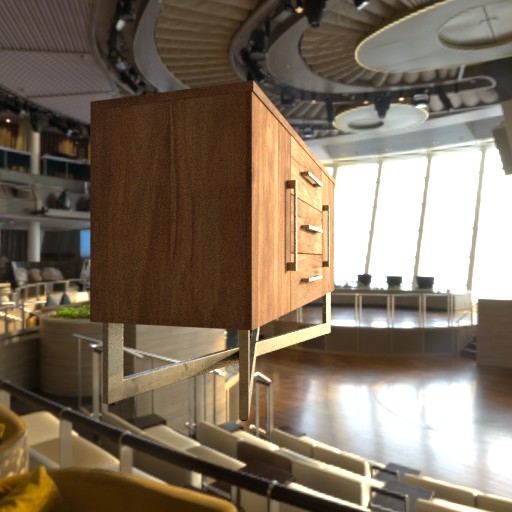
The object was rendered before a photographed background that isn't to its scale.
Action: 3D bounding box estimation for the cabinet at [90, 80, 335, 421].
[{"bbox_3d":[0.000,0.000,1.752,0.480,0.812,1.373,0,0,18],"label":"cabinet"}]
